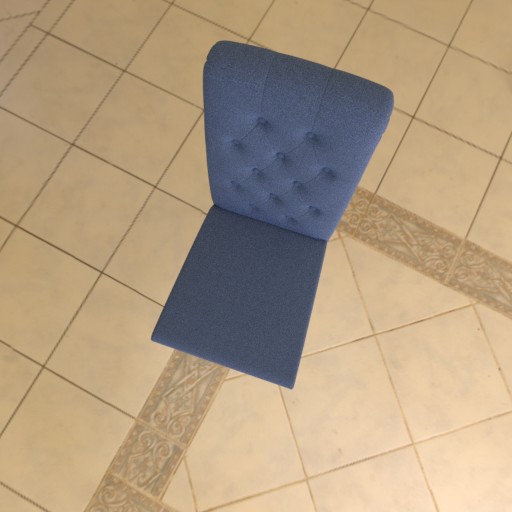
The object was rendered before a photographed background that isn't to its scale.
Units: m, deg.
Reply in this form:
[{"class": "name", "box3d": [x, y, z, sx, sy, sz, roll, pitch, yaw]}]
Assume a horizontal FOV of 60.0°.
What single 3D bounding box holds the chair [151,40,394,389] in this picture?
[{"class": "chair", "box3d": [0.000, 0.000, 1.327, 0.456, 1.006, 0.671, 18, 77, 4]}]
